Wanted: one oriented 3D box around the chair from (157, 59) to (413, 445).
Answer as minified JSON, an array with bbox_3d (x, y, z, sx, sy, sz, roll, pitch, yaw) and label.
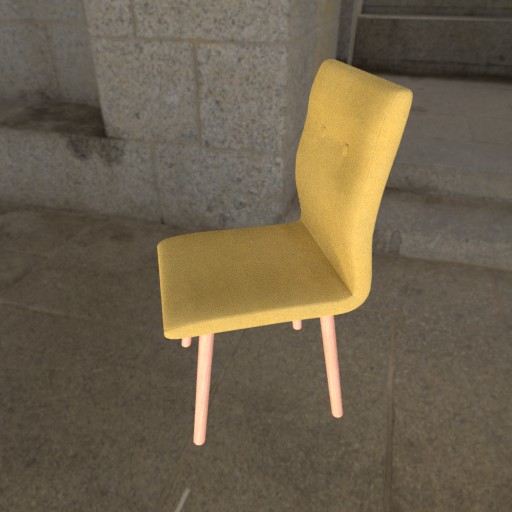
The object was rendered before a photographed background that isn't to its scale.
[{"bbox_3d":[0.000,0.000,1.264,0.550,0.965,0.450,-7,32,-11],"label":"chair"}]
